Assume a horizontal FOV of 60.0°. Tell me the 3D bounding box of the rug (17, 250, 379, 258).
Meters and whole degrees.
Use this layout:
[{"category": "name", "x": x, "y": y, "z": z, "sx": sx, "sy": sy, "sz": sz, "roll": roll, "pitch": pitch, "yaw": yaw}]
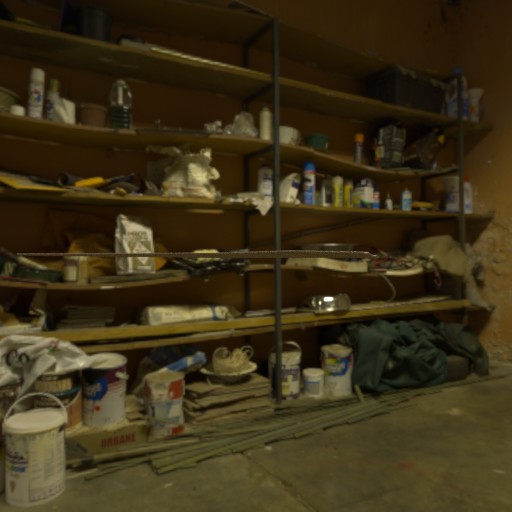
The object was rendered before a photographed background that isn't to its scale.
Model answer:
[{"category": "rug", "x": 0.000, "y": 0.000, "z": 2.948, "sx": 1.524, "sy": 0.015, "sz": 2.439, "roll": 0, "pitch": -1, "yaw": 17}]
